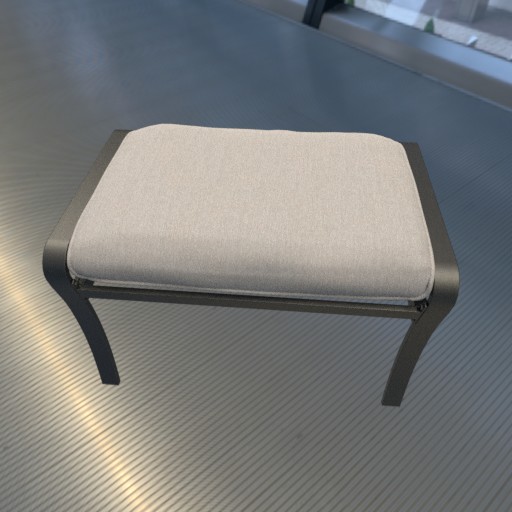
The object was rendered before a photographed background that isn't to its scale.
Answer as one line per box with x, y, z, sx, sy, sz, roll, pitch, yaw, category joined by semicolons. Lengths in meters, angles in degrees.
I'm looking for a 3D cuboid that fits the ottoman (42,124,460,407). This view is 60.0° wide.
0.000;0.000;0.890;0.610;0.422;0.406;3;45;3;ottoman
